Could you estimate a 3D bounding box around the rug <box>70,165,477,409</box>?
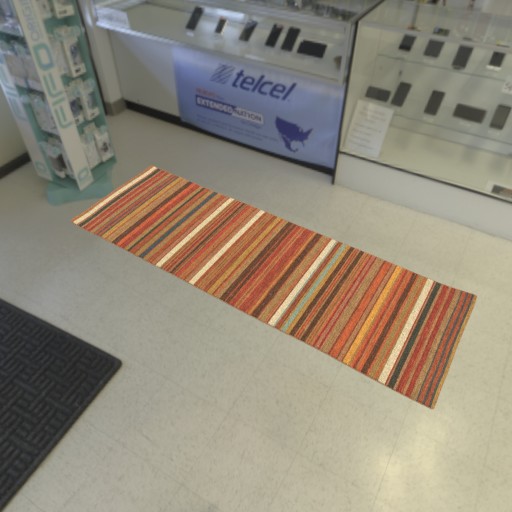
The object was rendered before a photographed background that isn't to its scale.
[{"bbox_3d":[0.000,0.000,2.720,2.444,0.030,0.799,25,50,23],"label":"rug"}]
